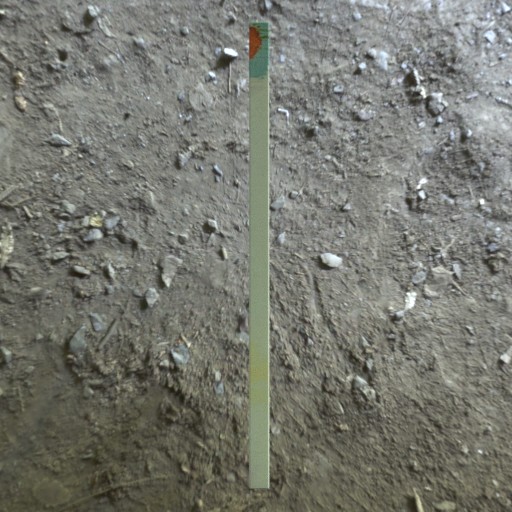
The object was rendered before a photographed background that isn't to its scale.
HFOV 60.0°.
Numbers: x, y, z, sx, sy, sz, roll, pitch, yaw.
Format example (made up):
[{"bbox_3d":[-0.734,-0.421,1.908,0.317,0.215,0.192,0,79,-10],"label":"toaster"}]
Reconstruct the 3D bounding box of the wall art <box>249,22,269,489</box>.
[{"bbox_3d":[0.000,0.000,1.471,0.044,1.017,1.017,0,90,-1],"label":"wall art"}]
